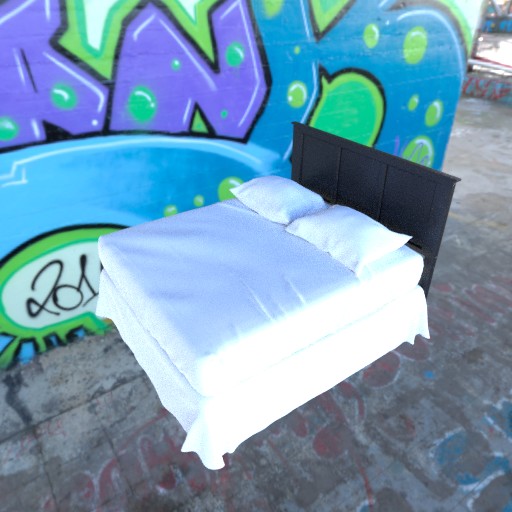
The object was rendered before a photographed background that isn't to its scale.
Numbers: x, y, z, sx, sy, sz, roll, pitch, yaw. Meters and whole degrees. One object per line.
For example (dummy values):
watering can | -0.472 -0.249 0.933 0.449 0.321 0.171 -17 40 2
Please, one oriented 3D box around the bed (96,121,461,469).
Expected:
bed | 0.000 0.000 3.224 2.050 1.270 1.870 -20 37 -29
